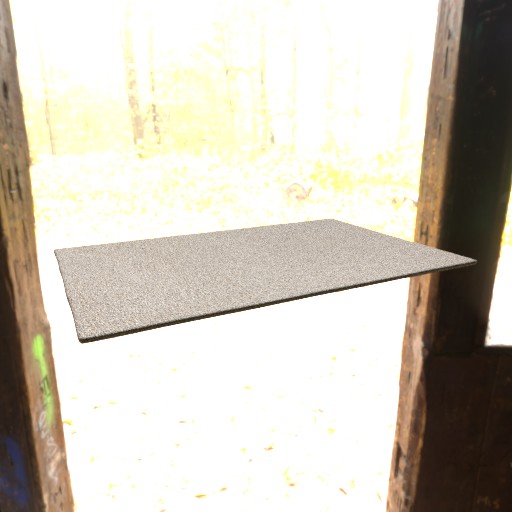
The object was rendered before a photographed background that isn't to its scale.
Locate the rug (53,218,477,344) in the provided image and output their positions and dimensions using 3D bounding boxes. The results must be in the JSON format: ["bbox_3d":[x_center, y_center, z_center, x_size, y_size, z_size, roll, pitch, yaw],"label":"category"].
[{"bbox_3d":[0.000,0.000,3.395,2.743,0.030,1.778,-8,18,-26],"label":"rug"}]
